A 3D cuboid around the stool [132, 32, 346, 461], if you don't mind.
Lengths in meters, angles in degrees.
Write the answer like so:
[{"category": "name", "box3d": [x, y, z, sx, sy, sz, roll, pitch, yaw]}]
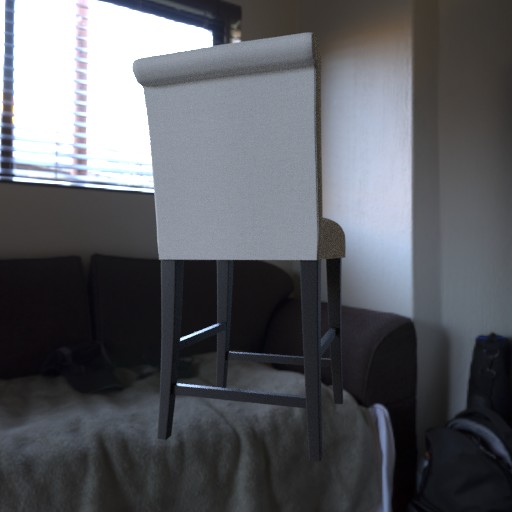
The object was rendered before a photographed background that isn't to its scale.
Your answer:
[{"category": "stool", "box3d": [0.000, 0.000, 1.280, 0.452, 0.976, 0.597, 0, 0, 17]}]
